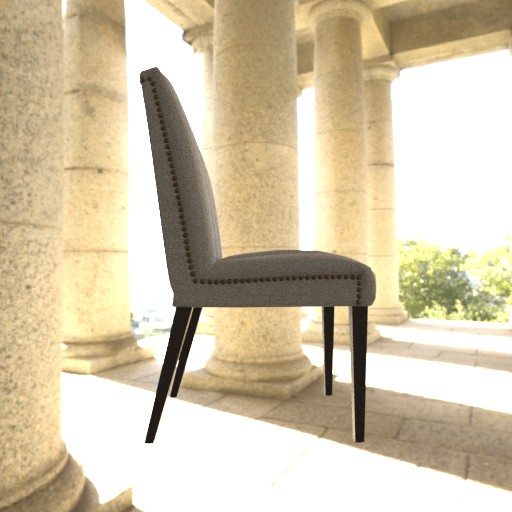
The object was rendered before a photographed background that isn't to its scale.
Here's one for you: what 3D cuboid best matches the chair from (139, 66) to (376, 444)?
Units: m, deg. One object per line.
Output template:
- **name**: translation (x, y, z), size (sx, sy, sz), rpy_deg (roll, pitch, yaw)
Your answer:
- **chair**: translation (0.000, 0.000, 1.419), size (0.647, 1.016, 0.511), rpy_deg (0, -1, -2)
